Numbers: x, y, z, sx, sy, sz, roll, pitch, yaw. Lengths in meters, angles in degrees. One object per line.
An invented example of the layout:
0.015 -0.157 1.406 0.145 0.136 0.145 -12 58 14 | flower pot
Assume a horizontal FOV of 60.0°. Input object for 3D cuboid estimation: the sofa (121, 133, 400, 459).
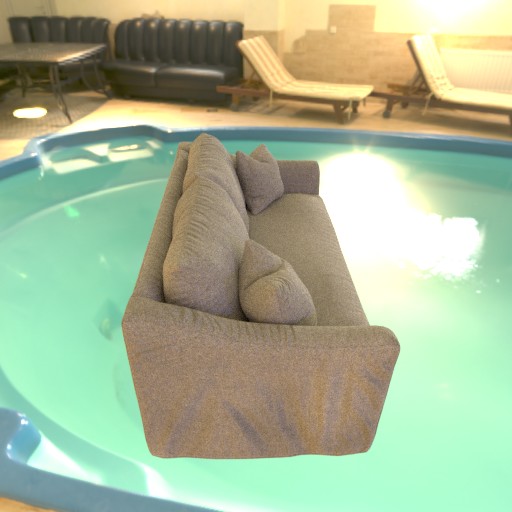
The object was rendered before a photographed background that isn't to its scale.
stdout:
0.000 0.000 2.602 1.072 1.018 2.010 -1 32 -2 | sofa
